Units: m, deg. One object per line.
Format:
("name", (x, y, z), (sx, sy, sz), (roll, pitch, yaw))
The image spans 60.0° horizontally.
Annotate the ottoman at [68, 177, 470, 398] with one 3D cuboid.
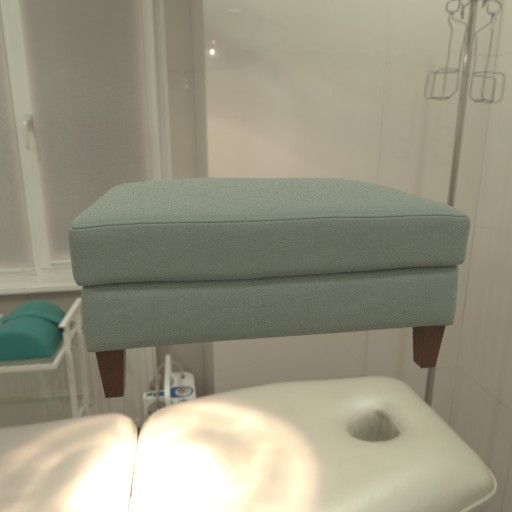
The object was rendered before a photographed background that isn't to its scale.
("ottoman", (0.000, 0.000, 1.476), (0.991, 0.494, 0.842), (-3, 15, -10))
